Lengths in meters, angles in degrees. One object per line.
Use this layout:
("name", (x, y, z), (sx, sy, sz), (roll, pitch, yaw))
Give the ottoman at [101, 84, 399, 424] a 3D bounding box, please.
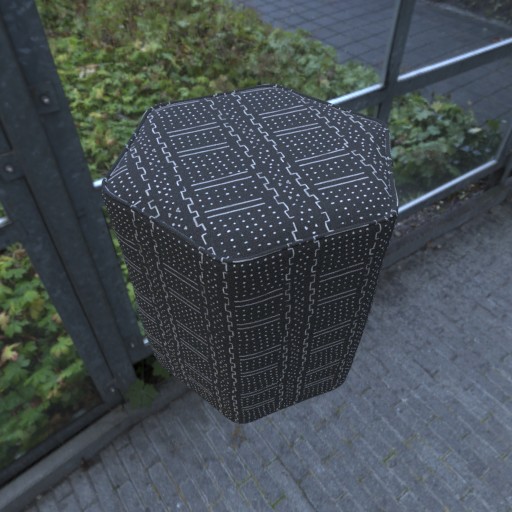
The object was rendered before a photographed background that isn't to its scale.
("ottoman", (0.000, 0.000, 0.881), (0.494, 0.502, 0.443), (-16, 48, -15))
